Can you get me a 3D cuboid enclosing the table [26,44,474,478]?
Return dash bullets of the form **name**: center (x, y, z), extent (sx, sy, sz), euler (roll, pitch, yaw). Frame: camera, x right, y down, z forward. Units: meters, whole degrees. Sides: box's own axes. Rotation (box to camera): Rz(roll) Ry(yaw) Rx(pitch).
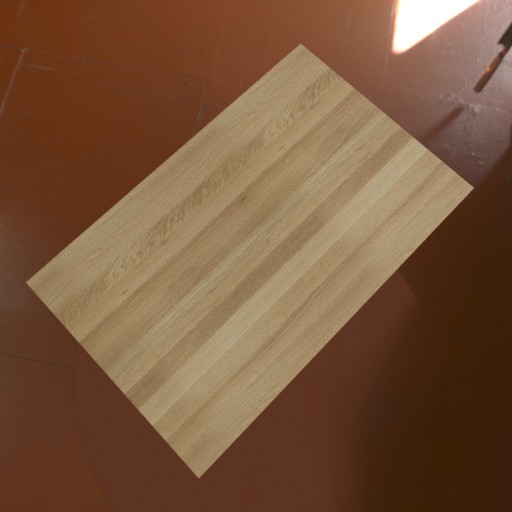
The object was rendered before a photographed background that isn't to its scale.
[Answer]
- **table**: center (0.000, 0.000, 1.506), extent (1.100, 0.510, 0.700), euler (-44, 80, -10)
